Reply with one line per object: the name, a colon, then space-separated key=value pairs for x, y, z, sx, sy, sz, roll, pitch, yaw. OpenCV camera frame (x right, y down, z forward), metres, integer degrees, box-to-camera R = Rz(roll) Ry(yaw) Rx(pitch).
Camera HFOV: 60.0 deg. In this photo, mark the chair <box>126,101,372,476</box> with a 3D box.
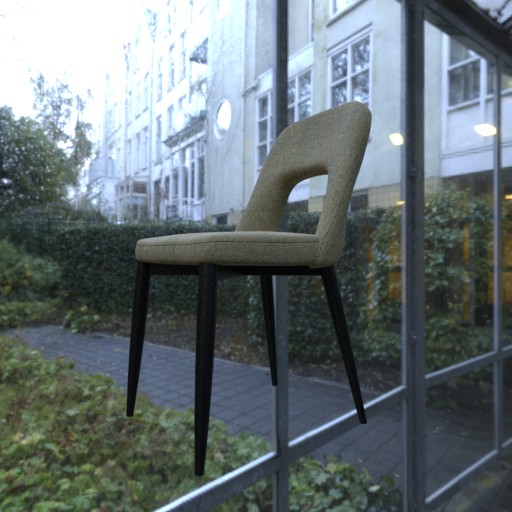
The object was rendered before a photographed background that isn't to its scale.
chair: x=0.000 y=0.000 z=1.268 sx=0.612 sy=0.931 sz=0.470 roll=0 pitch=0 yaw=-36
